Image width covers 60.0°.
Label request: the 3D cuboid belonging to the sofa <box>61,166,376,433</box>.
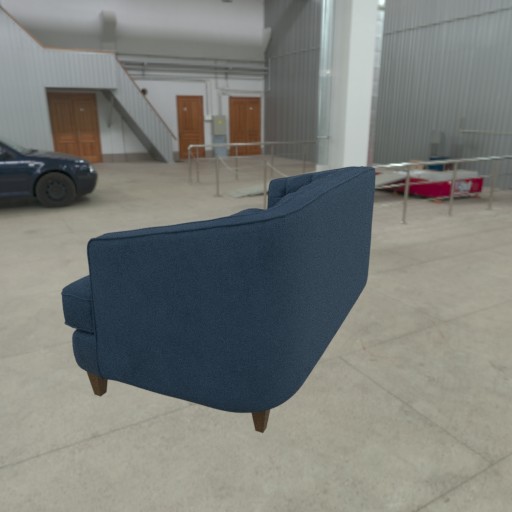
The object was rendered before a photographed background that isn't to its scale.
[{"bbox_3d":[0.000,0.000,2.276,0.941,0.854,1.733,8,19,24],"label":"sofa"}]
